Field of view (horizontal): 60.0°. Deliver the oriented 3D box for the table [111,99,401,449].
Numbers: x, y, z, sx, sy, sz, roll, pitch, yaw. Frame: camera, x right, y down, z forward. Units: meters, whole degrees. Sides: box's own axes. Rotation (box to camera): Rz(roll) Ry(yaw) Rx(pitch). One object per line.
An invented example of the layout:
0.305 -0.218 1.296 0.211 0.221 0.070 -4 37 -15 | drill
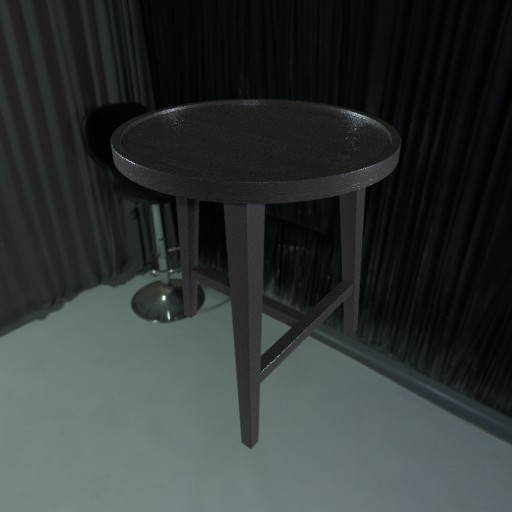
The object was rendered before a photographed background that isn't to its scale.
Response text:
0.000 0.000 0.929 0.500 0.531 0.500 0 31 0 | table
